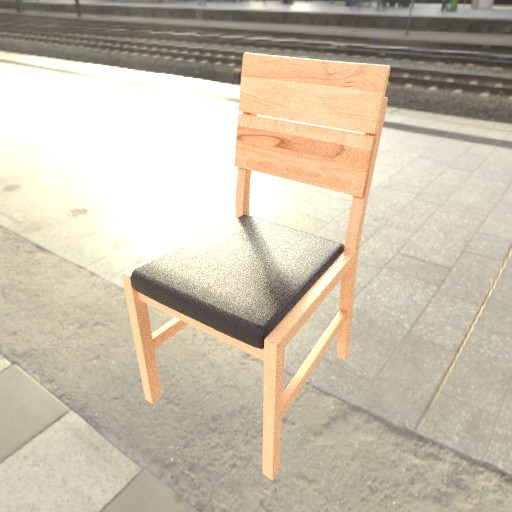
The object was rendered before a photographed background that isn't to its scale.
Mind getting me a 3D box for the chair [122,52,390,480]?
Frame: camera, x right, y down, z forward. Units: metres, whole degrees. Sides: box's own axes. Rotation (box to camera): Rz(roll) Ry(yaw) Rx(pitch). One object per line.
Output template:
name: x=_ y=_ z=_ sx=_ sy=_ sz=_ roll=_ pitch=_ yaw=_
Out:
chair: x=0.000 y=0.000 z=1.225 sx=0.475 sy=0.950 sz=0.560 roll=20 pitch=37 yaw=29
